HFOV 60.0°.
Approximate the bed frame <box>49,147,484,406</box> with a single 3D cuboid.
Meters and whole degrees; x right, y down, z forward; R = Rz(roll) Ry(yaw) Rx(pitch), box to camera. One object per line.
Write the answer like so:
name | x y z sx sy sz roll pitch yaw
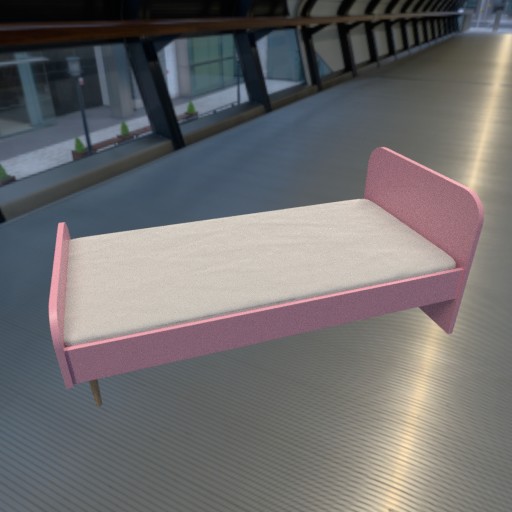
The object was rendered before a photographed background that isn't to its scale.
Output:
bed frame | 0.000 0.000 2.399 1.963 0.805 0.998 -9 31 -16
